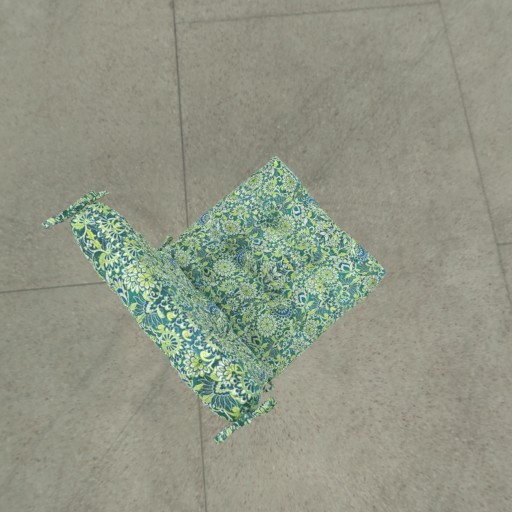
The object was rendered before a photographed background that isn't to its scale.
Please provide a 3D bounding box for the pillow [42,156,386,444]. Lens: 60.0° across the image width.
[{"bbox_3d":[0.000,0.000,1.024,0.571,0.605,0.519,-40,79,-9],"label":"pillow"}]
